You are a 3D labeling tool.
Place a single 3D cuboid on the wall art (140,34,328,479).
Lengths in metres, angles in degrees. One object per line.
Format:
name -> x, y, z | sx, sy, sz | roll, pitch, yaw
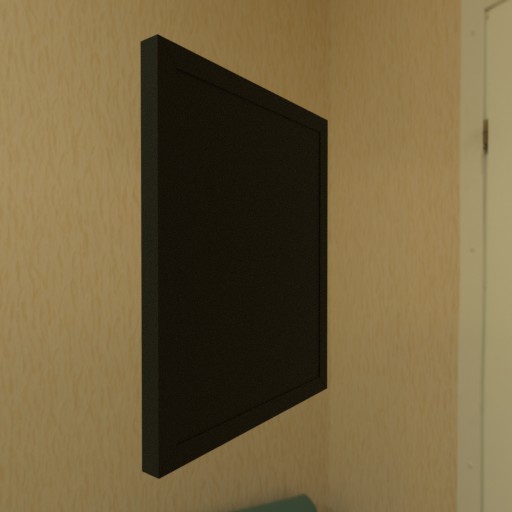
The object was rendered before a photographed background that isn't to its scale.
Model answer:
wall art -> 0.000, 0.000, 0.749 | 0.033, 0.559, 0.457 | 1, 1, 37
